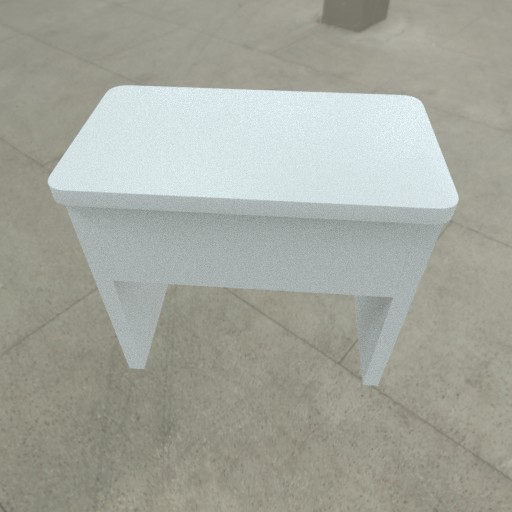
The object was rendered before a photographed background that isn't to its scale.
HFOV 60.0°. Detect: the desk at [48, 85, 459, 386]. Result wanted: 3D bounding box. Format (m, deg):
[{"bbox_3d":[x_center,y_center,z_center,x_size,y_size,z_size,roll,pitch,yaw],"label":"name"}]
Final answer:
[{"bbox_3d":[0.000,0.000,1.251,0.790,0.760,0.446,3,46,3],"label":"desk"}]
